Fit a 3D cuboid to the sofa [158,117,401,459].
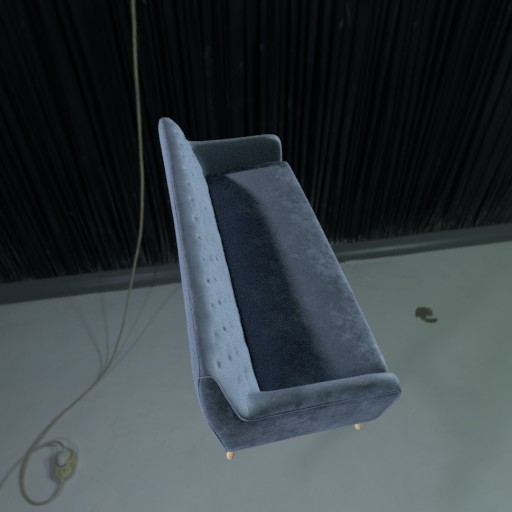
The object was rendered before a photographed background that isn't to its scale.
[{"bbox_3d":[0.000,0.000,2.449,0.841,0.832,1.975,-9,46,-9],"label":"sofa"}]
